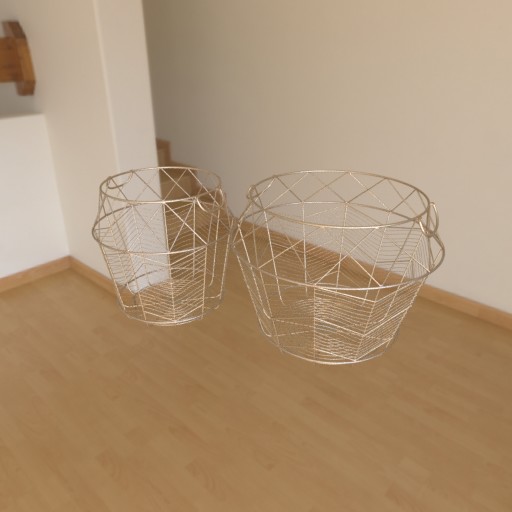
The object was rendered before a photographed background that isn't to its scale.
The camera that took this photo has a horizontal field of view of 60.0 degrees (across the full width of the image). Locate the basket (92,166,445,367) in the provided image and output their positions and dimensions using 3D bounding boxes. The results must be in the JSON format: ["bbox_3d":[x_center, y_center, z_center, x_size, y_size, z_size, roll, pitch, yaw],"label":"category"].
[{"bbox_3d":[0.000,0.000,1.043,0.805,0.343,0.451,8,27,16],"label":"basket"}]
